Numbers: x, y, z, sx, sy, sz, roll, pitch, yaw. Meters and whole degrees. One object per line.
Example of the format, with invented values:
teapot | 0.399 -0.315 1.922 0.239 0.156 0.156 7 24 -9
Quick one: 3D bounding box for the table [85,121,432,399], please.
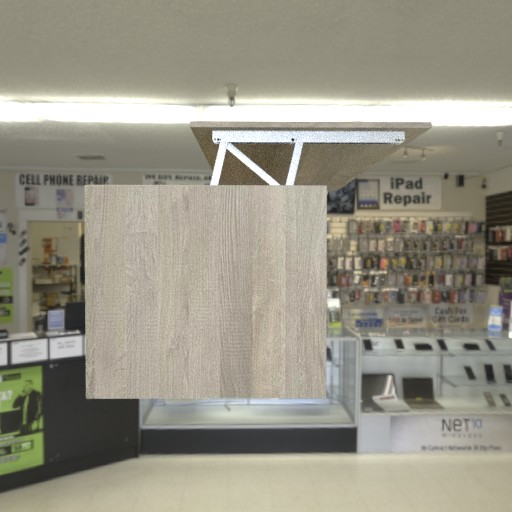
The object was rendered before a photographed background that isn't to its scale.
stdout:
table | 0.000 0.000 1.410 0.712 0.570 1.000 0 1 -1
